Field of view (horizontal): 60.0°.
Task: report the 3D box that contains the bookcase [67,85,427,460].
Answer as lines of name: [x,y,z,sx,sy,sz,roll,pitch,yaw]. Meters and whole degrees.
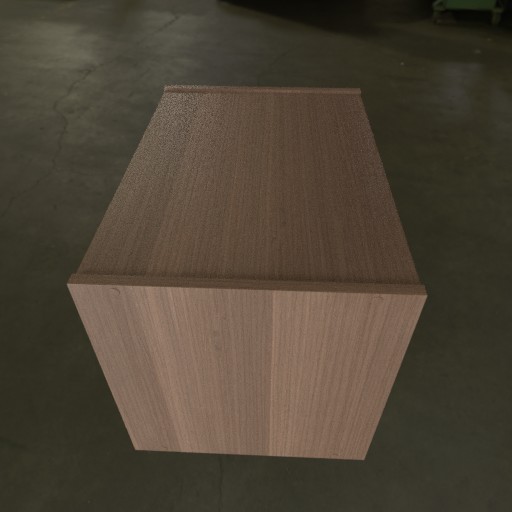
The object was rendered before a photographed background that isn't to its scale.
bookcase: [0.000,0.000,0.611,0.290,0.305,0.415,2,43,2]
